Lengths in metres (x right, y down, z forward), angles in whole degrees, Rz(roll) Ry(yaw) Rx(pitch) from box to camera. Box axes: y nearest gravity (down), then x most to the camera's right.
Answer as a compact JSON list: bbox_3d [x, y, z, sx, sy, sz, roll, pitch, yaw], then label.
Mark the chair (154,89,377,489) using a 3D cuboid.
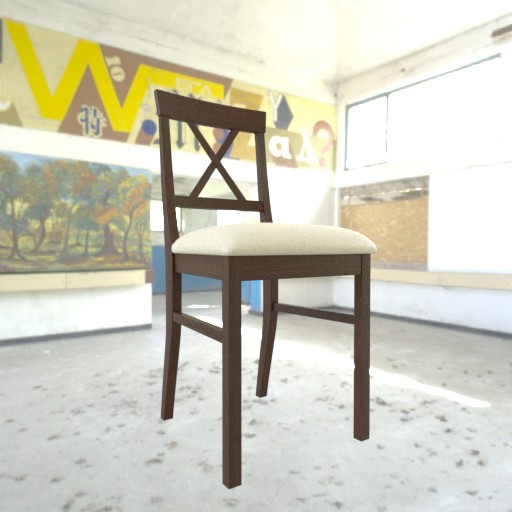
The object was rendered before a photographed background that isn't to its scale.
[{"bbox_3d":[0.000,0.000,1.159,0.440,0.913,0.480,-1,2,-34],"label":"chair"}]
